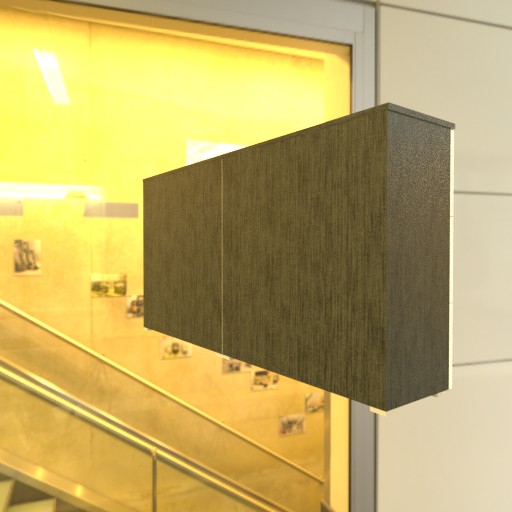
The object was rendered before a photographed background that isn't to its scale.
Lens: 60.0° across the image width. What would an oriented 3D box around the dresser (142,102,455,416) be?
[{"bbox_3d":[0.000,0.000,1.824,0.333,0.790,1.535,-1,1,-37],"label":"dresser"}]
